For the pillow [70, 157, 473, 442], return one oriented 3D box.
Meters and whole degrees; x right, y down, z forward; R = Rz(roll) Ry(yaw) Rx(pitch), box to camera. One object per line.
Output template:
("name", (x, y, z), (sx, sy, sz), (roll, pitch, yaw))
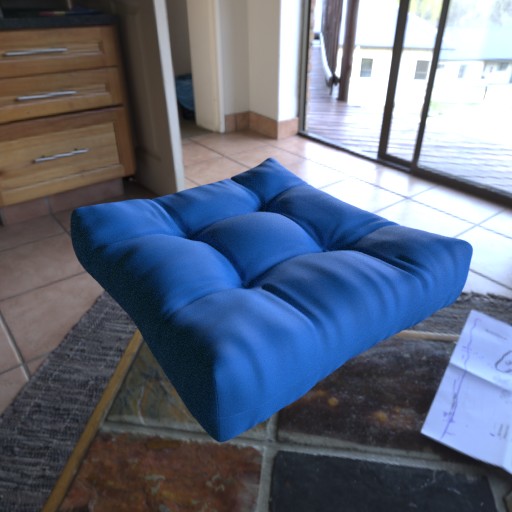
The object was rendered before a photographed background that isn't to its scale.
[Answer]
("pillow", (0.000, 0.000, 0.720), (0.468, 0.128, 0.490), (-21, 37, -31))
